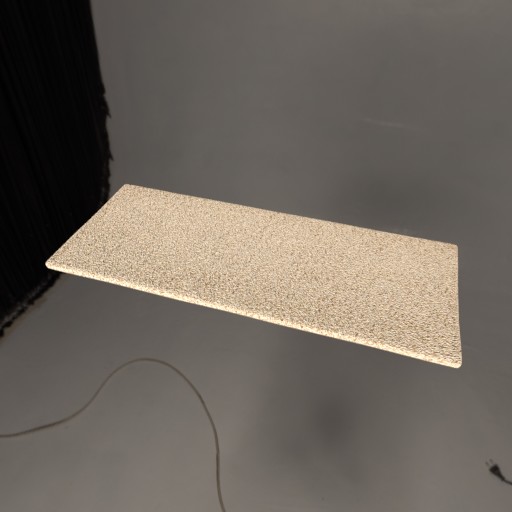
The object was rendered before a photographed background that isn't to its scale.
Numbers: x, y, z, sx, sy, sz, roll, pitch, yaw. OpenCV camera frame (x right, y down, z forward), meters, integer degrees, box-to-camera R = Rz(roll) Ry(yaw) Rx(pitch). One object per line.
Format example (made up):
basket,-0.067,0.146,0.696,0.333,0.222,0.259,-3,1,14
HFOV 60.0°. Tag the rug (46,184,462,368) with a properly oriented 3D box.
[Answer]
rug,0.000,0.000,1.758,1.524,0.030,0.609,12,42,13
